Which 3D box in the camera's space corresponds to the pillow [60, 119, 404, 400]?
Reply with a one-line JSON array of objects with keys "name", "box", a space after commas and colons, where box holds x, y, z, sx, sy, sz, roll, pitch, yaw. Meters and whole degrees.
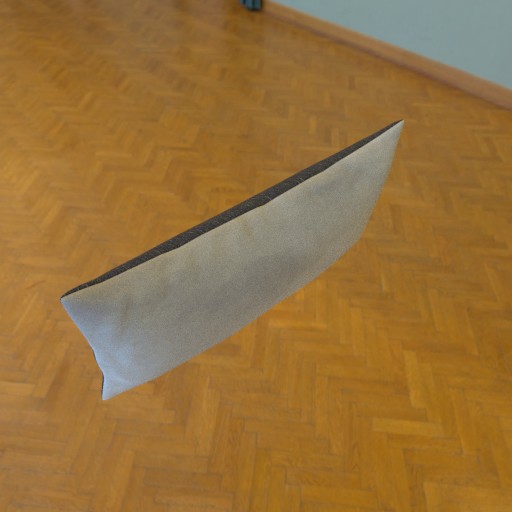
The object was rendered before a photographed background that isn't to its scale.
[{"name": "pillow", "box": [0.000, 0.000, 0.735, 0.608, 0.305, 0.156, -31, 53, -27]}]
